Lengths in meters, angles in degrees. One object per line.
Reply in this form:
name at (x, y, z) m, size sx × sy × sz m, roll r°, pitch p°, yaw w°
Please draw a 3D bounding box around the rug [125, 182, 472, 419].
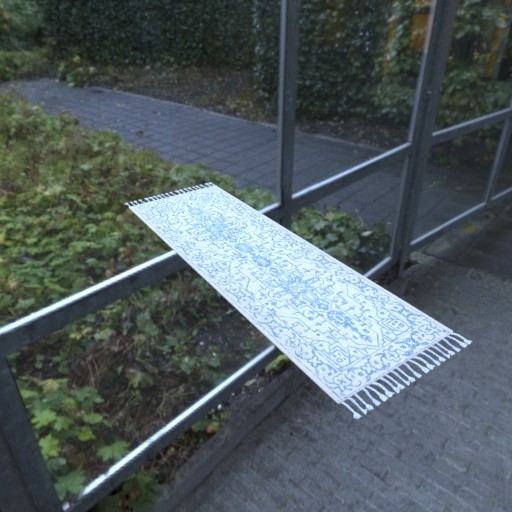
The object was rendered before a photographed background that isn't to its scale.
rug at (0.000, 0.000, 2.741) m, size 0.774 × 0.011 × 2.449 m, roll -20°, pitch 36°, yaw -29°
